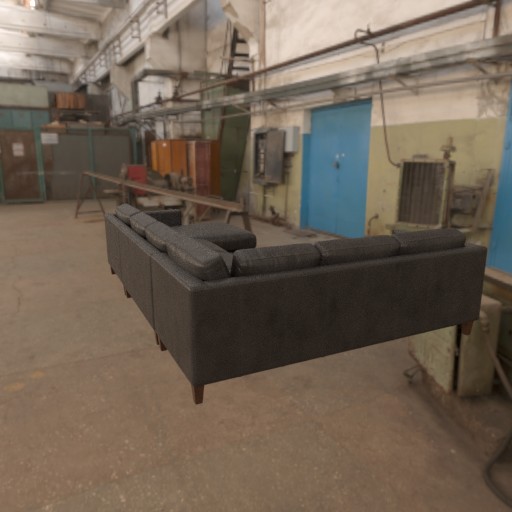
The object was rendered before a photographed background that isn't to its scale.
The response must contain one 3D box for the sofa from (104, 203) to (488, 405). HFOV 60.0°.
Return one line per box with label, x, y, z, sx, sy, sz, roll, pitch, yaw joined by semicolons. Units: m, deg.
sofa;0.000;0.000;4.475;2.452;0.891;3.324;-6;15;-25
